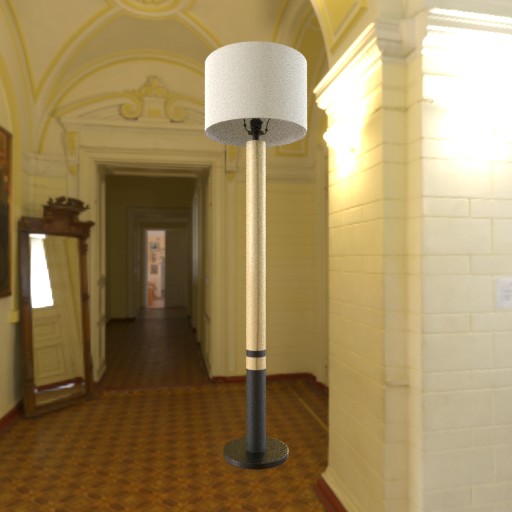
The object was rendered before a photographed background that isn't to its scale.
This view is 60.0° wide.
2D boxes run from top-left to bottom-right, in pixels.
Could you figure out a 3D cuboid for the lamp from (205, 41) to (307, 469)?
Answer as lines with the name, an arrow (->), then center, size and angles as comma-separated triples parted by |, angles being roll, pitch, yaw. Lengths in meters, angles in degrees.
lamp -> 0.000, 0.000, 1.661 | 0.381, 1.478, 0.381 | 0, -1, 34
